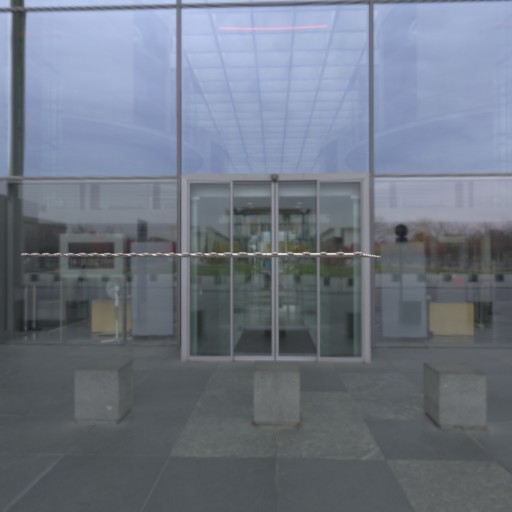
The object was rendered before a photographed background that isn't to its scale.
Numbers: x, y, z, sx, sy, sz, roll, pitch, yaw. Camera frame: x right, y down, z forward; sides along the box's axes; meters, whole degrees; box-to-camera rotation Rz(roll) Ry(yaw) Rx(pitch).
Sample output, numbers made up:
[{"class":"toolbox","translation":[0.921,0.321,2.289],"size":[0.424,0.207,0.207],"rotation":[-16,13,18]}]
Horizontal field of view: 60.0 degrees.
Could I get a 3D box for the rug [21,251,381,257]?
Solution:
[{"class":"rug","translation":[0.000,0.000,2.993],"size":[1.563,0.014,2.425],"rotation":[0,0,17]}]
